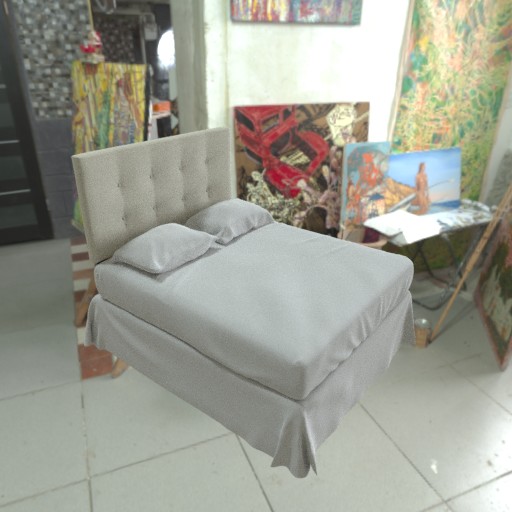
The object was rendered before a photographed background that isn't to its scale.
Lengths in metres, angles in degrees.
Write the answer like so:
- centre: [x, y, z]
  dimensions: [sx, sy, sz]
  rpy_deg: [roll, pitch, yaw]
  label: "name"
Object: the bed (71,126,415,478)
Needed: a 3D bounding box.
- centre: [0.000, 0.000, 3.456]
  dimensions: [2.222, 1.577, 1.936]
  rpy_deg: [19, 31, 34]
  label: "bed"
